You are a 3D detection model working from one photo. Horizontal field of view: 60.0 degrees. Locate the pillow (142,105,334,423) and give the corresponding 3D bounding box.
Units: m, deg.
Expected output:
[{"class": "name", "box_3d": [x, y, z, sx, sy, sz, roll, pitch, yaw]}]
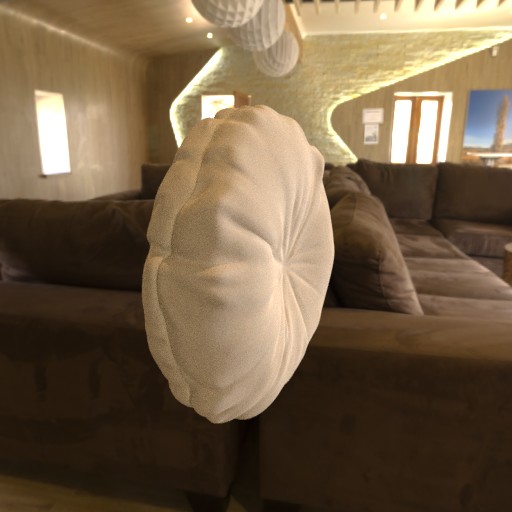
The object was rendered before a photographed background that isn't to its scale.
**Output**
[{"class": "pillow", "box_3d": [0.000, 0.000, 0.630, 0.148, 0.407, 0.428, 7, 15, 25]}]
